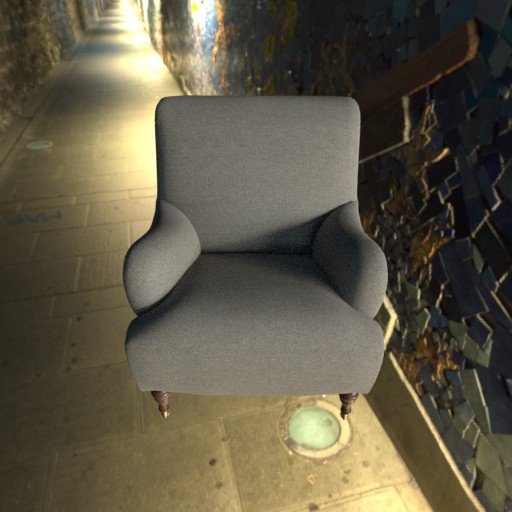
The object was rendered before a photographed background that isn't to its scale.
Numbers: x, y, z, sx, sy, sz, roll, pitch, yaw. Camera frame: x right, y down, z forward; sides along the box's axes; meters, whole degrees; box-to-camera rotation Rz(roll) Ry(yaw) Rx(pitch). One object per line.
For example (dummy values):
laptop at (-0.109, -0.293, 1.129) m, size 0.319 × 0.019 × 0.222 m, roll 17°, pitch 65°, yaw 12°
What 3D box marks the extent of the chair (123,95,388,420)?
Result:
chair at (0.000, 0.000, 1.543) m, size 0.766 × 0.942 × 0.843 m, roll 0°, pitch 31°, yaw 1°
